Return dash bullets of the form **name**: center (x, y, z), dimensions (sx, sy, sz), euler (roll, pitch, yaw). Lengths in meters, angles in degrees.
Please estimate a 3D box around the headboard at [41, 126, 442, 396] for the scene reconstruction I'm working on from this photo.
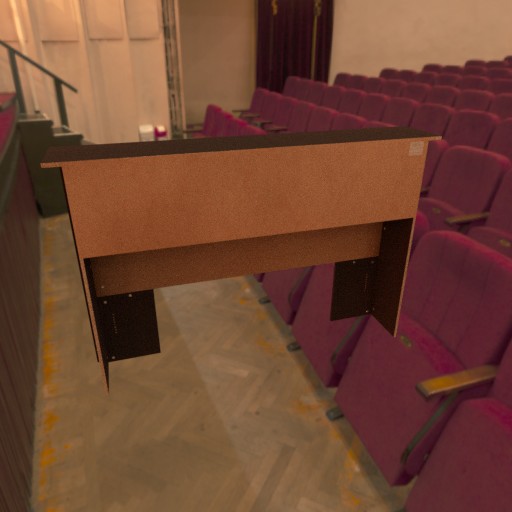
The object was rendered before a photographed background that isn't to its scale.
- **headboard**: center (0.000, 0.000, 2.137), dimensions (1.671, 1.092, 0.279), euler (-8, 27, -15)
